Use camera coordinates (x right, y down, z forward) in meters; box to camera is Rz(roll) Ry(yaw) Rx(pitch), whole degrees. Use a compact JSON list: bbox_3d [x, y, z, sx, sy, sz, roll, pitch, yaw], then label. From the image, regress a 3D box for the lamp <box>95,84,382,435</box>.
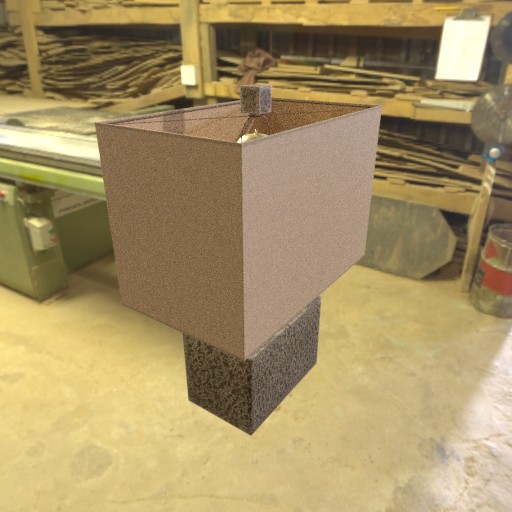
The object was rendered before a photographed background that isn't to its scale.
[{"bbox_3d":[0.000,0.000,0.571,0.180,0.411,0.294,17,30,31],"label":"lamp"}]
